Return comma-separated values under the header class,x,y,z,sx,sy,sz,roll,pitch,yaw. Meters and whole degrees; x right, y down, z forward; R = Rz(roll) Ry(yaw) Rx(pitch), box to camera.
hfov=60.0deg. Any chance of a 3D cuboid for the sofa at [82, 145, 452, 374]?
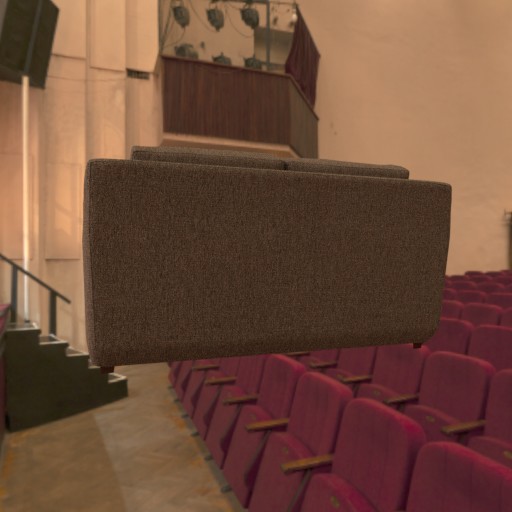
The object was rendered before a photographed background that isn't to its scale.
class,x,y,z,sx,sy,sz,roll,pitch,yaw
sofa,0.000,0.000,2.459,1.778,0.991,1.120,0,0,-19
